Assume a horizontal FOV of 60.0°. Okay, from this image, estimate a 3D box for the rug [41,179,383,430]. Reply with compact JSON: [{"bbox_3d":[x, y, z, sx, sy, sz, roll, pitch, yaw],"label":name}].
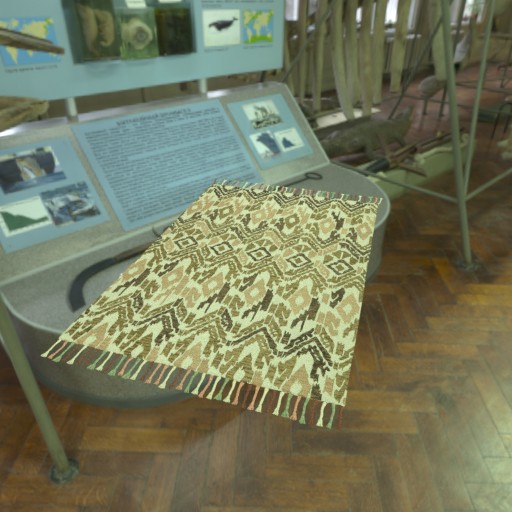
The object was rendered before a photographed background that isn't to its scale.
[{"bbox_3d":[0.000,0.000,2.985,1.524,0.008,2.438,9,33,14],"label":"rug"}]
